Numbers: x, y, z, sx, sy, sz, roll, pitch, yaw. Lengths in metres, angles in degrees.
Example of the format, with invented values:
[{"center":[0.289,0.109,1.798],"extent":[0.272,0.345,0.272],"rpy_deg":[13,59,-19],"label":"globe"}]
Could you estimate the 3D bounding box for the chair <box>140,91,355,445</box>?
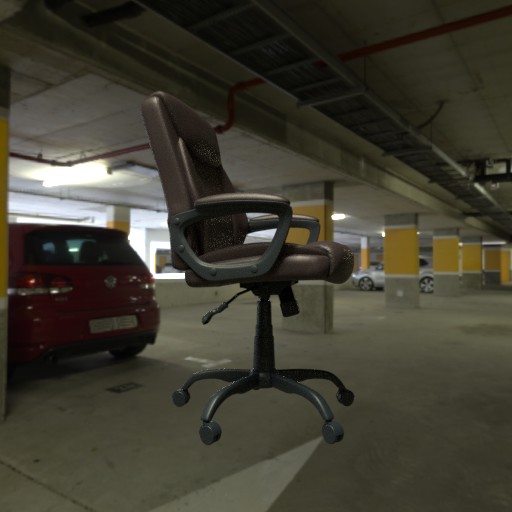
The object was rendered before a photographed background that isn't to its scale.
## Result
[{"center":[0.000,0.000,1.525],"extent":[0.655,1.072,0.615],"rpy_deg":[0,-2,17],"label":"chair"}]
